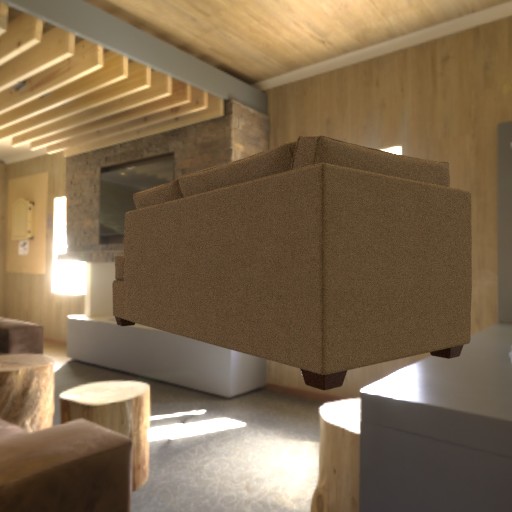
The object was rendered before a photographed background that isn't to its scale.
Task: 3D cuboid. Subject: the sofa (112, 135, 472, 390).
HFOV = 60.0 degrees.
[{"bbox_3d":[0.000,0.000,2.786,1.110,1.019,2.238,1,-1,-37],"label":"sofa"}]
